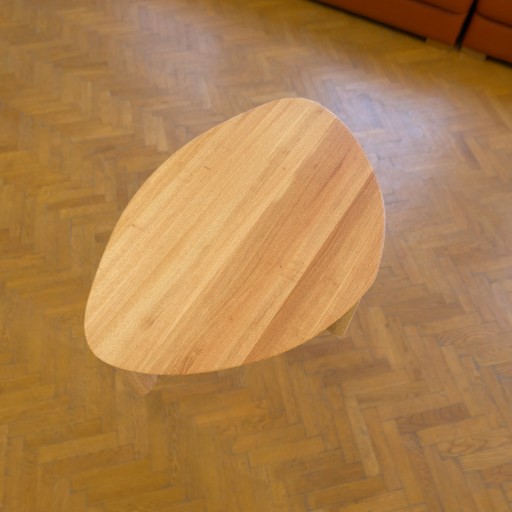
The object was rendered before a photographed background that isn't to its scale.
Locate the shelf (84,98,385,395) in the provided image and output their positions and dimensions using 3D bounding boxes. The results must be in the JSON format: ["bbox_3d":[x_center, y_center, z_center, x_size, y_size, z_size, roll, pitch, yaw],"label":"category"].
[{"bbox_3d":[0.000,0.000,1.651,0.845,0.440,1.246,28,63,16],"label":"shelf"}]
